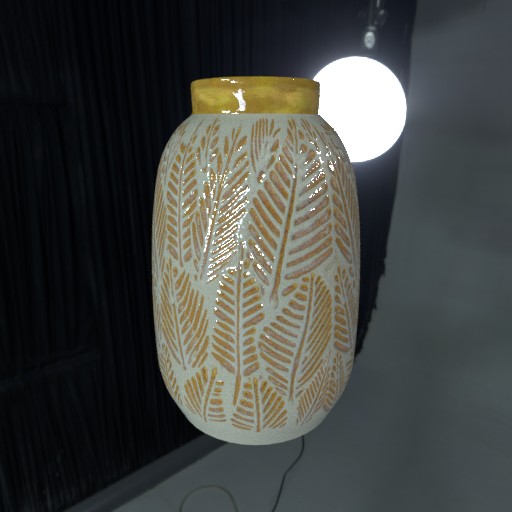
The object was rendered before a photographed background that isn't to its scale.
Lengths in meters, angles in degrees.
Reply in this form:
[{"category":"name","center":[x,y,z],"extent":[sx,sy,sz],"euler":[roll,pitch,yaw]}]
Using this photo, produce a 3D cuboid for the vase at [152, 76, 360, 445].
[{"category":"vase","center":[0.000,0.000,0.369],"extent":[0.172,0.270,0.172],"euler":[0,16,0]}]
